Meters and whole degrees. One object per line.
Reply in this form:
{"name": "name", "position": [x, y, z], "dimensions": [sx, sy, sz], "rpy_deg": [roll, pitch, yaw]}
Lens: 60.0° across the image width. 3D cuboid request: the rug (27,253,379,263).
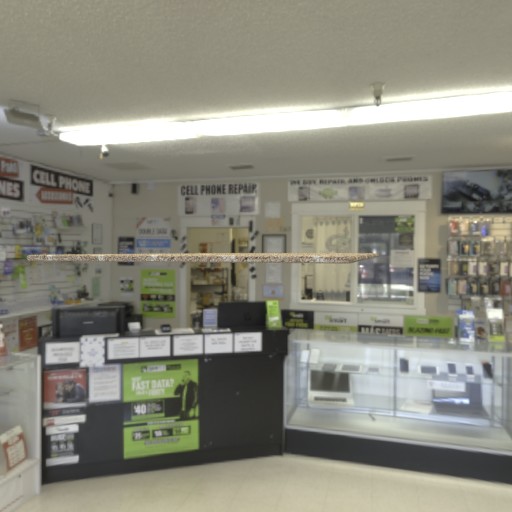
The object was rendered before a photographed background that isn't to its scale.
{"name": "rug", "position": [0.000, 0.000, 3.033], "dimensions": [1.524, 0.030, 2.438], "rpy_deg": [0, 1, 18]}
